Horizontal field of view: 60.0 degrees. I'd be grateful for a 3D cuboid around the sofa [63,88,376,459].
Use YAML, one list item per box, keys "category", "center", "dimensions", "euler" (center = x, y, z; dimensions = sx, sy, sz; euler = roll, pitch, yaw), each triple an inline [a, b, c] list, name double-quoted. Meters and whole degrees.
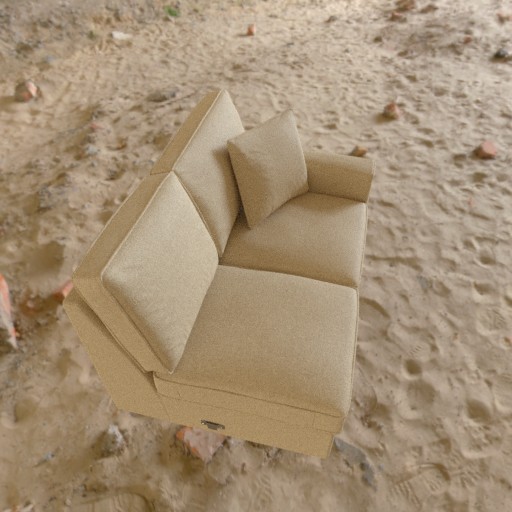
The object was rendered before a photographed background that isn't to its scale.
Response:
- category: "sofa"
  center: [0.000, 0.000, 2.045]
  dimensions: [0.991, 0.989, 1.388]
  euler: [10, 47, 9]
